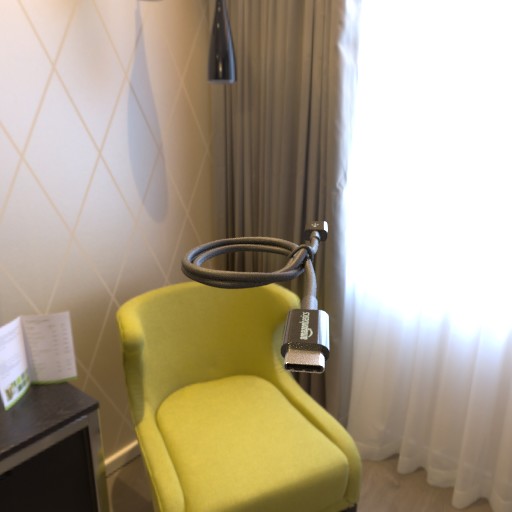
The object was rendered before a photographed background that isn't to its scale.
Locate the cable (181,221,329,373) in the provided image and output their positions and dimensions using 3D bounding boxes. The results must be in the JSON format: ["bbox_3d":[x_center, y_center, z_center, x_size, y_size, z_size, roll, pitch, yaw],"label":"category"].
[{"bbox_3d":[0.000,0.000,0.215,0.070,0.014,0.192,2,16,8],"label":"cable"}]
